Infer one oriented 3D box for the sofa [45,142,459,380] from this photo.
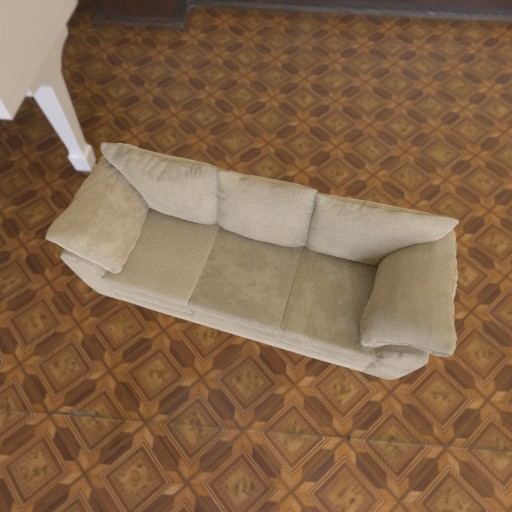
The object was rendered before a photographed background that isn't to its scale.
[{"bbox_3d":[0.000,0.000,2.864,2.377,0.981,0.893,15,60,9],"label":"sofa"}]
